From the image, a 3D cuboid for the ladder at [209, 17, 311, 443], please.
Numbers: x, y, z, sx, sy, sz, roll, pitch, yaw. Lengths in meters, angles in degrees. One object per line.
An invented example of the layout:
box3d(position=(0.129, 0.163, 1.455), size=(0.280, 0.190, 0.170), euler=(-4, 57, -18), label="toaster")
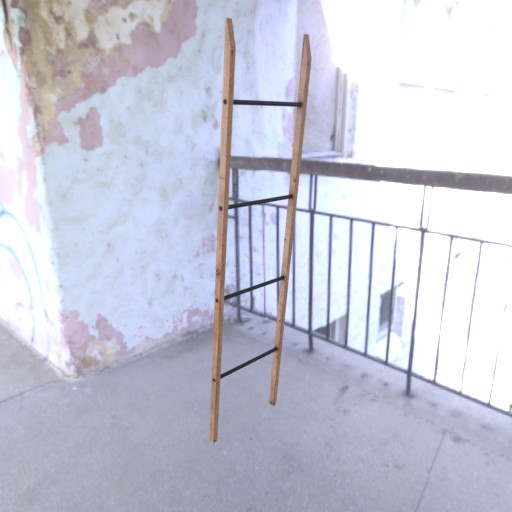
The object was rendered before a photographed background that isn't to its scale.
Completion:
box3d(position=(0.000, 0.000, 1.955), size=(0.442, 1.805, 0.200), euler=(-16, 23, -42), label="ladder")
